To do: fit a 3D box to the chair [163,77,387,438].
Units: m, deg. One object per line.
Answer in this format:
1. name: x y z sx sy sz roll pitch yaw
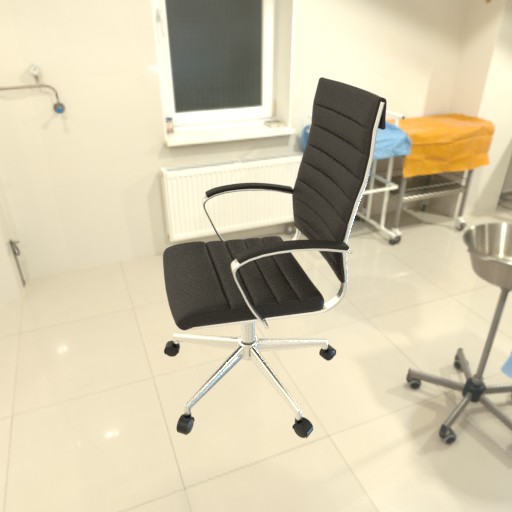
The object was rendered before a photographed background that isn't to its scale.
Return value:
1. chair: 0.000 0.000 1.623 0.739 1.149 0.766 -8 30 -13
